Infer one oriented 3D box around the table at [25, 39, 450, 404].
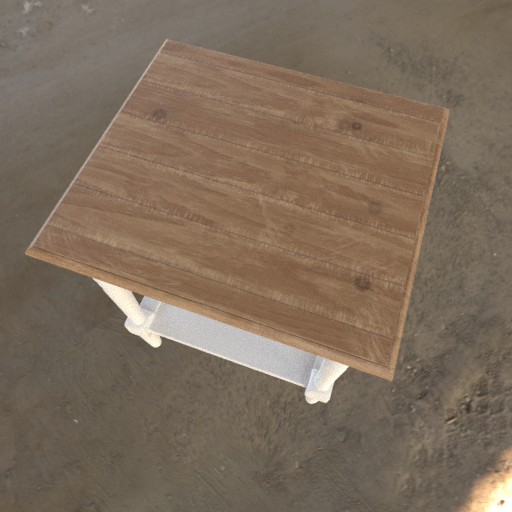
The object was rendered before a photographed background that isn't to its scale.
[{"bbox_3d":[0.000,0.000,0.903,0.508,0.561,0.457,18,65,9],"label":"table"}]
